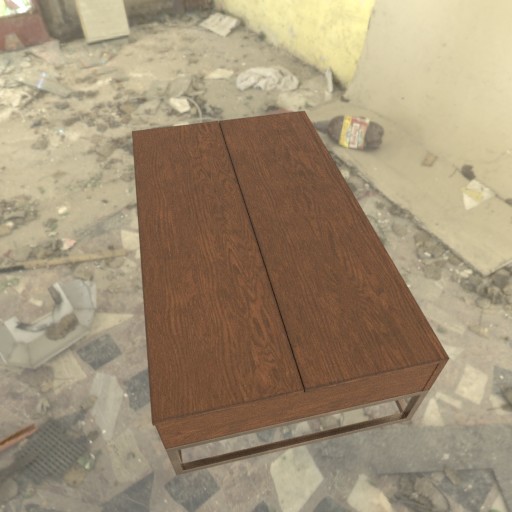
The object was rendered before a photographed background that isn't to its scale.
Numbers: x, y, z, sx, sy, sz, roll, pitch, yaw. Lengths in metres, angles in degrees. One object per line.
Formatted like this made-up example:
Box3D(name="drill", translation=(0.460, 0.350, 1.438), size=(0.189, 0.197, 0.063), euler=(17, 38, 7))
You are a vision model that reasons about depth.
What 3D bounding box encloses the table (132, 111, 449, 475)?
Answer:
Box3D(name="table", translation=(0.000, 0.000, 1.514), size=(0.719, 0.361, 1.167), euler=(-9, 48, -9))
